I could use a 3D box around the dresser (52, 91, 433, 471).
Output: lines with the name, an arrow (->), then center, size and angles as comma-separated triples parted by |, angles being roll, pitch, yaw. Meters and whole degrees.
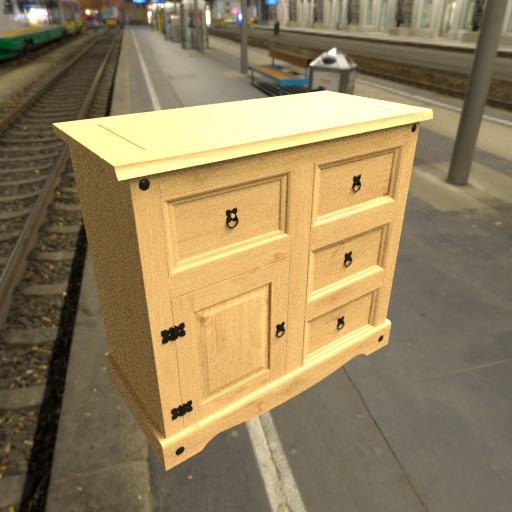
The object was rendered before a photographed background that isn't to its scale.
dresser -> 0.000, 0.000, 1.362 | 0.915, 0.835, 0.440 | -19, 34, -31
